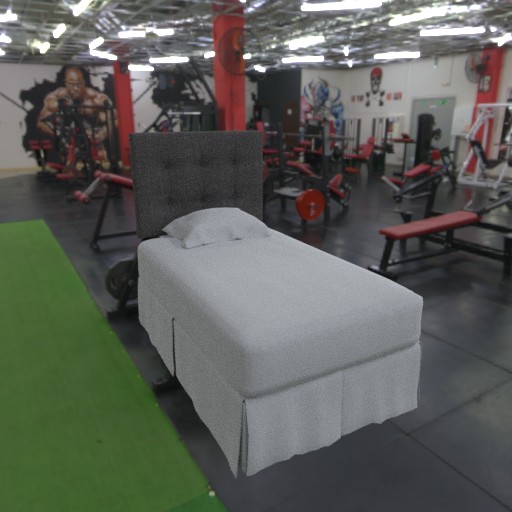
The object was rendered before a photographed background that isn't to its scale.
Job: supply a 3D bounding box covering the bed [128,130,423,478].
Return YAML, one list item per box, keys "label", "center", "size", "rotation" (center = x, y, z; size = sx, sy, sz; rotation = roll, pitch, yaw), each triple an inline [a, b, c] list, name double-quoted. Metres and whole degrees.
- label: "bed"
  center: [0.000, 0.000, 3.008]
  size: [1.261, 1.571, 1.997]
  rotation: [-9, 20, -27]
